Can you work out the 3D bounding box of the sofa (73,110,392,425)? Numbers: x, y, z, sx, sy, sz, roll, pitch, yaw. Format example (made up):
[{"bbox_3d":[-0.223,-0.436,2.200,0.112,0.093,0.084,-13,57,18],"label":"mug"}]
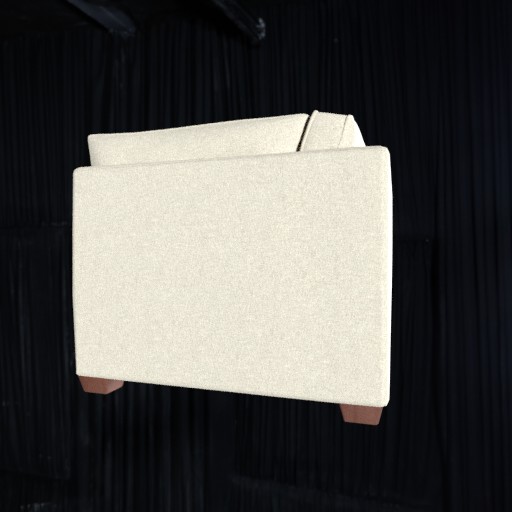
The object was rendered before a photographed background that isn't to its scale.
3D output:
[{"bbox_3d":[0.000,0.000,1.959,1.146,1.002,1.084,0,0,18],"label":"sofa"}]
